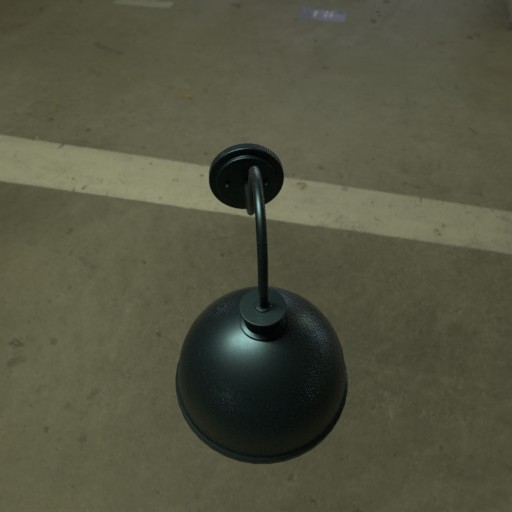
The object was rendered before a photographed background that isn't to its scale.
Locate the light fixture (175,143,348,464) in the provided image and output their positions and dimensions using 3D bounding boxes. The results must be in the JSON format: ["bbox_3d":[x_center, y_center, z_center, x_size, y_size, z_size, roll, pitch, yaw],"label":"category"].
[{"bbox_3d":[0.000,0.000,0.627,0.253,0.295,0.467,-3,47,-3],"label":"light fixture"}]
